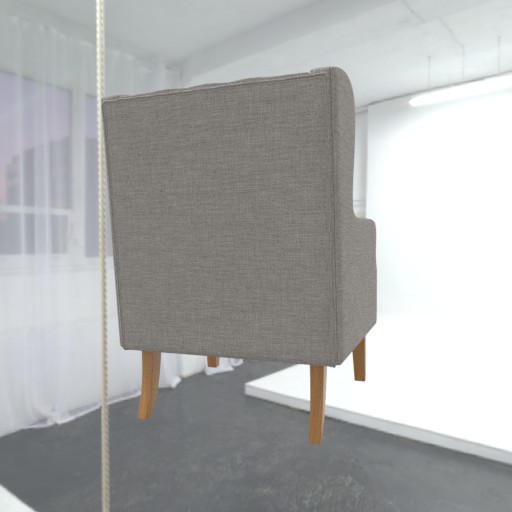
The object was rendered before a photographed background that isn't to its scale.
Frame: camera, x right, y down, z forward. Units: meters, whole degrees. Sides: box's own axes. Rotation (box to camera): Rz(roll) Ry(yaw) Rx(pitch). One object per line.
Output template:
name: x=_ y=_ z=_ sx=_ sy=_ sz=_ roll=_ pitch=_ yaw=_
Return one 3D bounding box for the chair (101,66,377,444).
chair: x=0.000 y=0.000 z=1.433 sx=0.710 sy=0.930 sz=0.760 roll=0 pitch=1 yaw=19
